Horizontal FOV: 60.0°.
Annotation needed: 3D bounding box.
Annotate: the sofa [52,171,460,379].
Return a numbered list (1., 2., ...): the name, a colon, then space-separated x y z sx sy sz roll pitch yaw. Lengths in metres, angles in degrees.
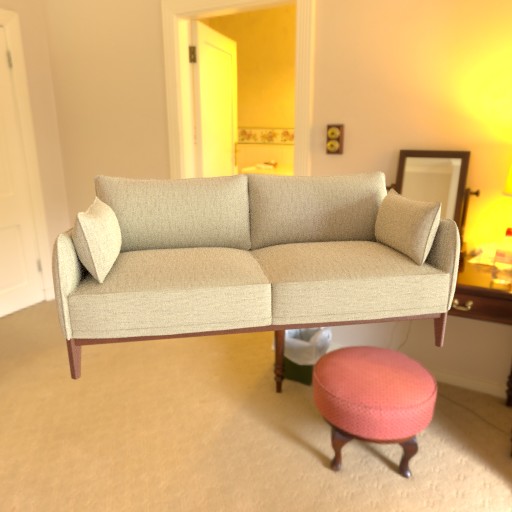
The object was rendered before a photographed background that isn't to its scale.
1. sofa: 0.000 0.000 2.509 1.989 0.860 0.991 -3 17 -9
